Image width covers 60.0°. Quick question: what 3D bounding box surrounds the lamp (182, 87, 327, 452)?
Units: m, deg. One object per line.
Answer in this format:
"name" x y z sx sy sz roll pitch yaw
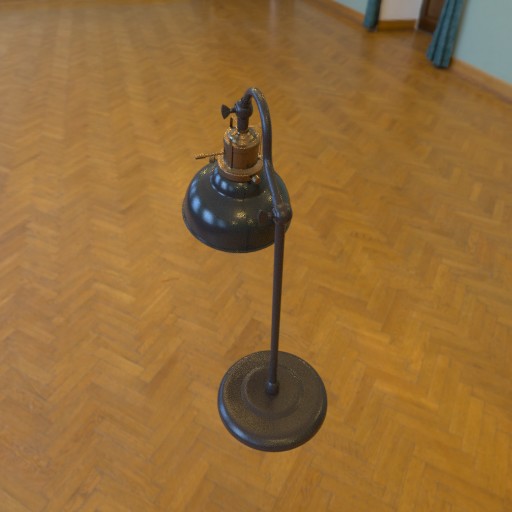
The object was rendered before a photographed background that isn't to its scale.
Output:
"lamp" 0.000 0.000 0.678 0.192 0.508 0.374 -12 42 -14
